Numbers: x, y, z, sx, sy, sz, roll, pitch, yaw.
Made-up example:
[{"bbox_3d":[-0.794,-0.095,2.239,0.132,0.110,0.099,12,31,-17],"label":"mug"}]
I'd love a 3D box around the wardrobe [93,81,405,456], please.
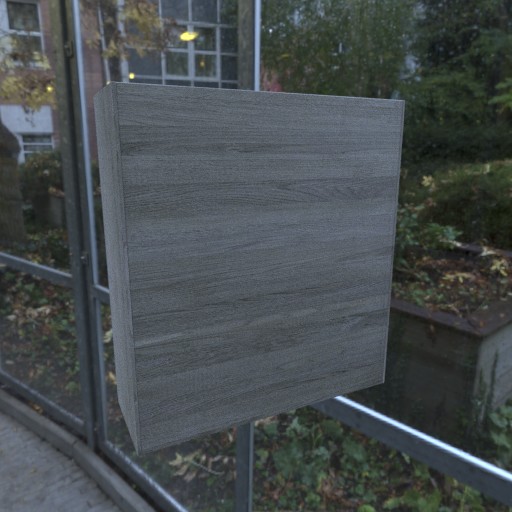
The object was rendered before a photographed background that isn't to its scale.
[{"bbox_3d":[0.000,0.000,2.891,1.780,1.960,0.629,-7,15,-26],"label":"wardrobe"}]
